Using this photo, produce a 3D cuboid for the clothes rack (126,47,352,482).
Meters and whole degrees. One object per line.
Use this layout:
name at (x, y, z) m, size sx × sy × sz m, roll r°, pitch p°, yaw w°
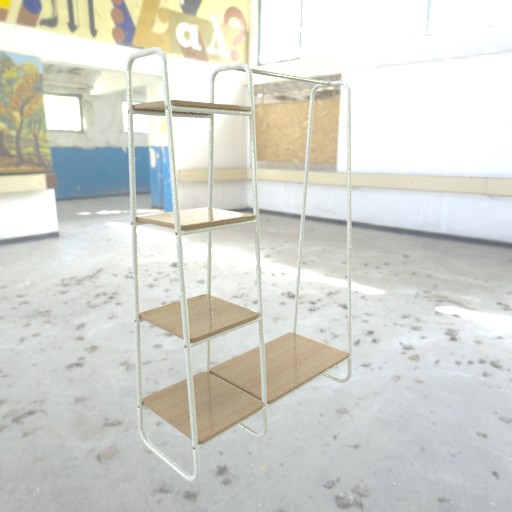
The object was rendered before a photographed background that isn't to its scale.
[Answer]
clothes rack at (0.000, 0.000, 1.905) m, size 0.400 × 1.500 × 1.011 m, roll 13°, pitch 19°, yaw 43°
